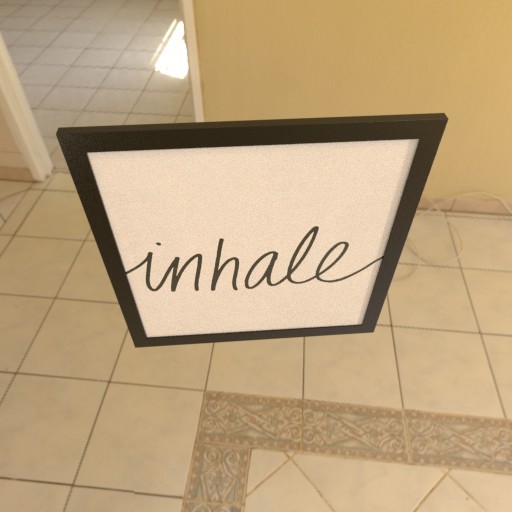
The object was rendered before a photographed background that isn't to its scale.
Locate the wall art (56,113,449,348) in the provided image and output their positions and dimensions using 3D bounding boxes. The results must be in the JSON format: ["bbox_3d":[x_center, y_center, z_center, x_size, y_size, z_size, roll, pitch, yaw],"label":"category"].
[{"bbox_3d":[0.000,0.000,0.668,0.446,0.445,0.014,-3,47,-3],"label":"wall art"}]
